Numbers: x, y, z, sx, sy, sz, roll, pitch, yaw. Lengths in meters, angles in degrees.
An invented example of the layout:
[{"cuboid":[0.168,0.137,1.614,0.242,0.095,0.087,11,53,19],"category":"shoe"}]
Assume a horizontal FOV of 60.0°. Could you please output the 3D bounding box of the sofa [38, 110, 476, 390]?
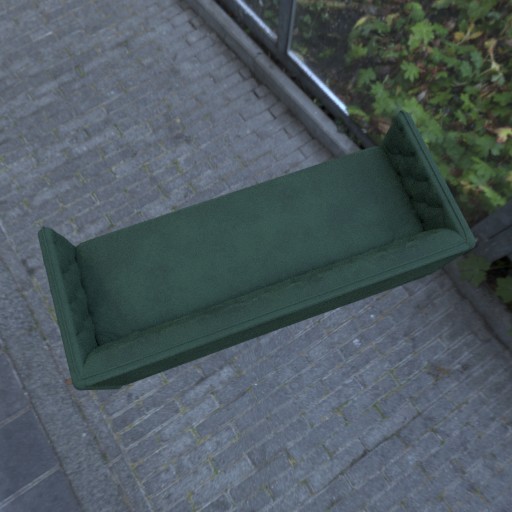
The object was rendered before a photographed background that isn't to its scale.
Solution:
[{"cuboid":[0.000,0.000,2.683,2.209,0.771,0.895,-19,75,-5],"category":"sofa"}]
